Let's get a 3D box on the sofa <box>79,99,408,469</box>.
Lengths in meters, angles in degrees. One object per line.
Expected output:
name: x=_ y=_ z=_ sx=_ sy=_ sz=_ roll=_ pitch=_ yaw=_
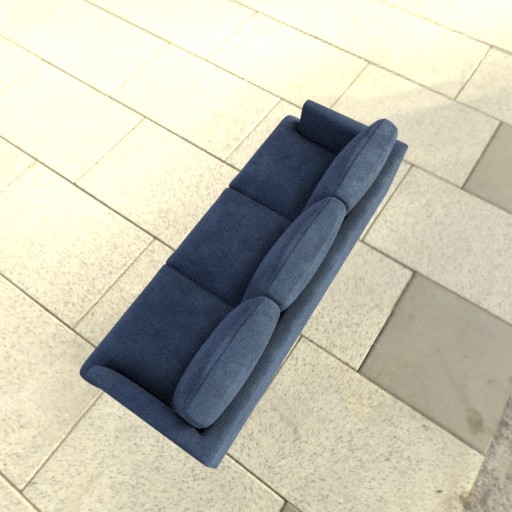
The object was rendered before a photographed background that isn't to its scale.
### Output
sofa: x=0.000 y=0.000 z=2.704 sx=0.903 sy=0.930 sz=2.246 roll=30 pitch=67 yaw=14
